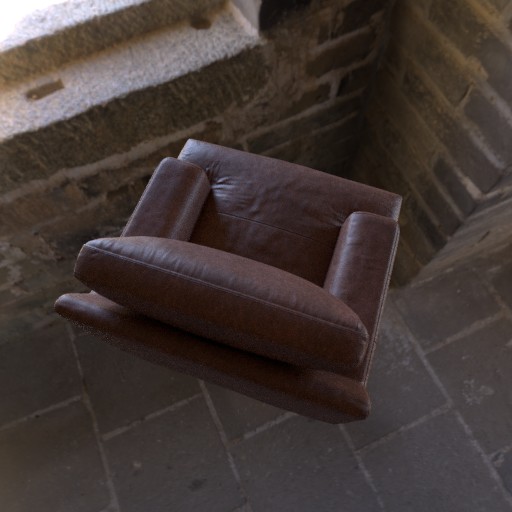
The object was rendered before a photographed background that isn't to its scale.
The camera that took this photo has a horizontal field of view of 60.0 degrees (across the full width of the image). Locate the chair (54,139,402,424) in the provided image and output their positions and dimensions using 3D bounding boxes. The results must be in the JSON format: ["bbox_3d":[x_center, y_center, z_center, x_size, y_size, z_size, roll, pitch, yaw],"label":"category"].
[{"bbox_3d":[0.000,0.000,1.937,1.168,0.939,1.143,17,65,8],"label":"chair"}]
